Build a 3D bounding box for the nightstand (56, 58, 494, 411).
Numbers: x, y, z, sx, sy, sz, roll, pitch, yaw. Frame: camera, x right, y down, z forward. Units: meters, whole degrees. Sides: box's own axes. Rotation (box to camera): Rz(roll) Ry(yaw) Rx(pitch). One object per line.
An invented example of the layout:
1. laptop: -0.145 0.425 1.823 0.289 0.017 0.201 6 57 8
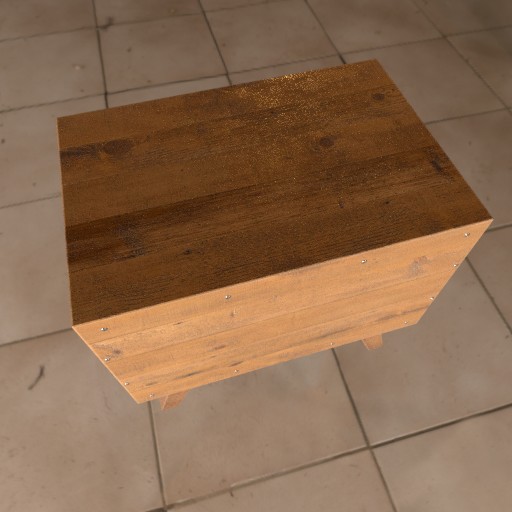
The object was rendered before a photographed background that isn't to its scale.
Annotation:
1. nightstand: 0.000 0.000 1.015 0.650 0.599 0.450 -14 58 -9
